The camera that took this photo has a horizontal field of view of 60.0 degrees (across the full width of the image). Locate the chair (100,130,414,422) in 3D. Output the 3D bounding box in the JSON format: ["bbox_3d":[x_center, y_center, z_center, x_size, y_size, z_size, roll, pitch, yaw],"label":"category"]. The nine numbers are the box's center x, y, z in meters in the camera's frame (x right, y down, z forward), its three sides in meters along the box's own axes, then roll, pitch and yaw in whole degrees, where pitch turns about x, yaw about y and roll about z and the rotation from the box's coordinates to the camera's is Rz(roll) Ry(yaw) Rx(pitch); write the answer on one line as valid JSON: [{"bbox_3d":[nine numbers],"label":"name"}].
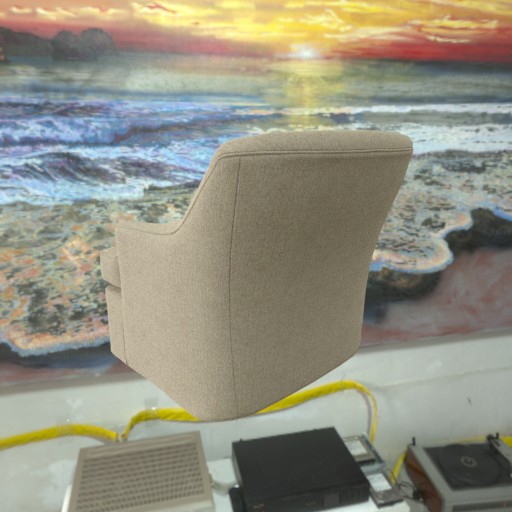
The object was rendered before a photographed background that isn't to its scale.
[{"bbox_3d":[0.000,0.000,1.587,0.864,0.856,0.923,-14,20,-43],"label":"chair"}]
